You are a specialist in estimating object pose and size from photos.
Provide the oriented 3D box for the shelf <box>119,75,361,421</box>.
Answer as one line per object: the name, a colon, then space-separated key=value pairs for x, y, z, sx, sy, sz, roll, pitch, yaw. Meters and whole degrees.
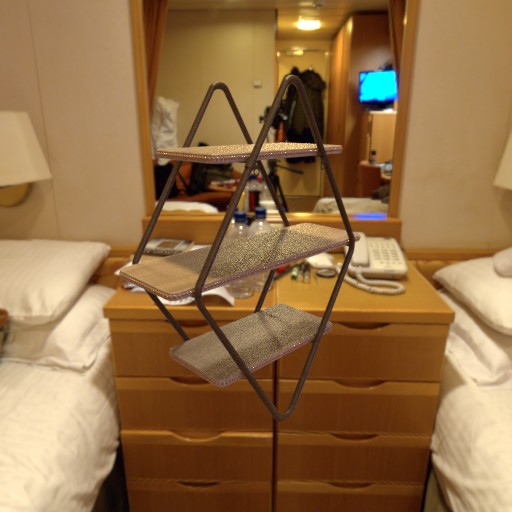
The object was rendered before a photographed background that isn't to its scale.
shelf: x=0.000 y=0.000 z=1.040 sx=0.609 sy=0.774 sz=0.234 roll=-16 pitch=23 yaw=-42
